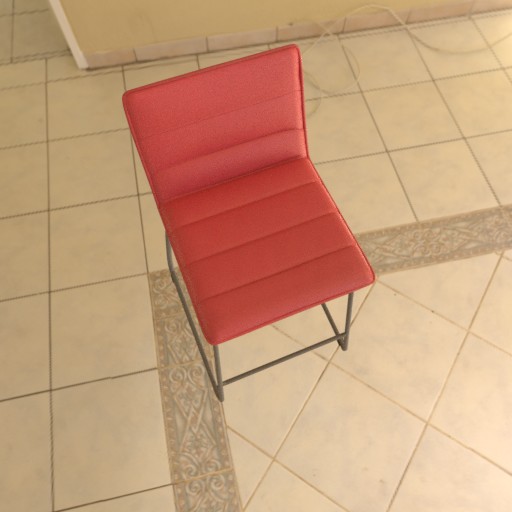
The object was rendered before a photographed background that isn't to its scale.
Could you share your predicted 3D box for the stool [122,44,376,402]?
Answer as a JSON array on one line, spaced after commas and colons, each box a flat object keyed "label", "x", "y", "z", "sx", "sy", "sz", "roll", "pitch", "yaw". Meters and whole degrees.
[{"label": "stool", "x": 0.000, "y": 0.000, "z": 1.189, "sx": 0.489, "sy": 0.866, "sz": 0.524, "roll": -20, "pitch": 66, "yaw": -9}]
